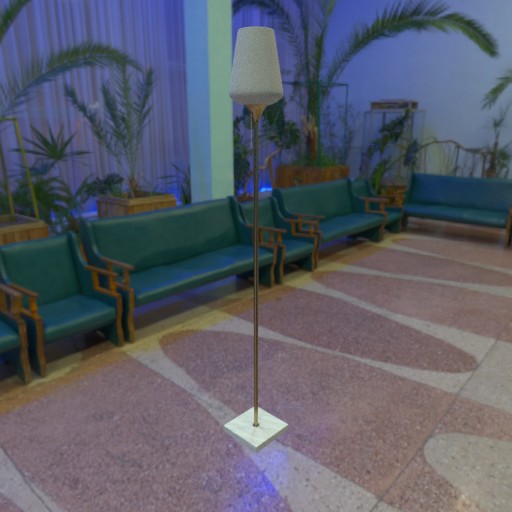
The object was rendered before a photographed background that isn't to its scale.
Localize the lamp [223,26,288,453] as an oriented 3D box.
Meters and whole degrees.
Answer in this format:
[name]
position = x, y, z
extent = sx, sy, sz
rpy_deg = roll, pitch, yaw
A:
[lamp]
position = 0.000, 0.000, 1.964
extent = 0.229, 1.813, 0.232
rpy_deg = 15, 22, 42
